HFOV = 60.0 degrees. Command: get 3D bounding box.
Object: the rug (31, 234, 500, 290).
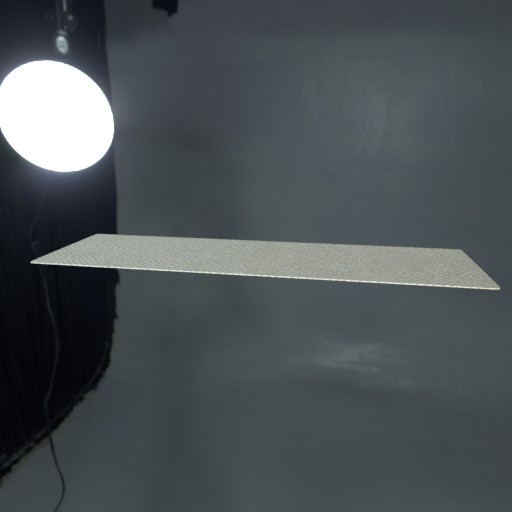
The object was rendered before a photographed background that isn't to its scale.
[{"bbox_3d":[0.000,0.000,2.431,2.277,0.008,0.676,3,16,10],"label":"rug"}]
